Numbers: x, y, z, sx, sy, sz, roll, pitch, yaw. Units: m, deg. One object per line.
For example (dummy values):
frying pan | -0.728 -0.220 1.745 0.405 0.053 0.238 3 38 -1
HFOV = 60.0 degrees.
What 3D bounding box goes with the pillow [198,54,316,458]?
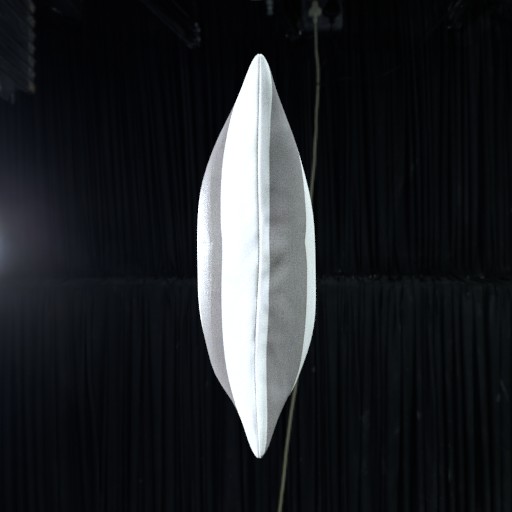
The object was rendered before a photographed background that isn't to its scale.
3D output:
pillow | 0.000 0.000 0.803 0.192 0.507 0.522 0 0 -1
